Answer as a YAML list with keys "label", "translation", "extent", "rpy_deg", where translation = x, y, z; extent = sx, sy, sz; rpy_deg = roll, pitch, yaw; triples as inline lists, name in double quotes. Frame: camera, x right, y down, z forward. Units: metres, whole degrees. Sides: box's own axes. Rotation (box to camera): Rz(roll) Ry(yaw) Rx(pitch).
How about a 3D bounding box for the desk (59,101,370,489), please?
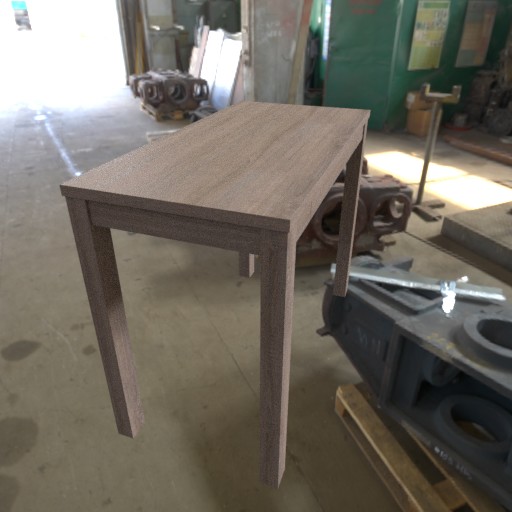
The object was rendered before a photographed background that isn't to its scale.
- label: "desk"
  translation: [0.000, 0.000, 1.428]
  extent: [0.495, 0.762, 0.991]
  rpy_deg: [10, 31, 18]
